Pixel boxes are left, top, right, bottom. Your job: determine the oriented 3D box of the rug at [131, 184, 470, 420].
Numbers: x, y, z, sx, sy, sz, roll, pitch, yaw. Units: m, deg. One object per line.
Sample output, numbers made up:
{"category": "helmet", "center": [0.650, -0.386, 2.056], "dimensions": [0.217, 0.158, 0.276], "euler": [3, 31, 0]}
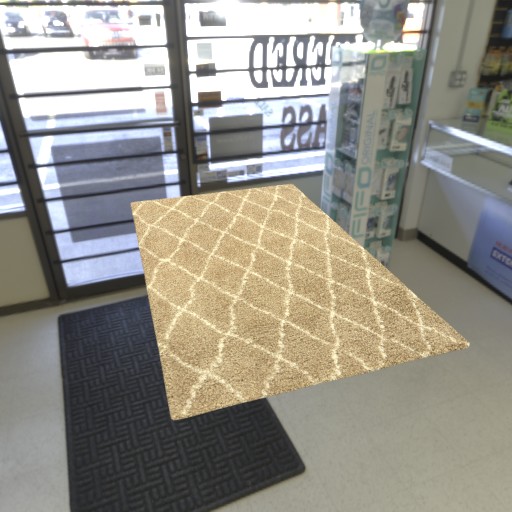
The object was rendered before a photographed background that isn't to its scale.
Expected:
{"category": "rug", "center": [0.000, 0.000, 3.067], "dimensions": [1.524, 0.030, 2.438], "euler": [-9, 31, -15]}
